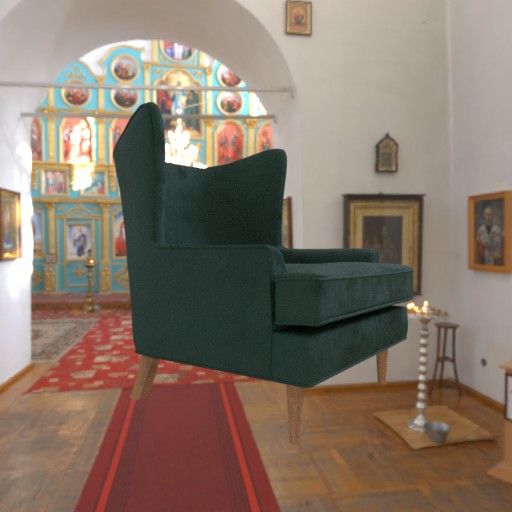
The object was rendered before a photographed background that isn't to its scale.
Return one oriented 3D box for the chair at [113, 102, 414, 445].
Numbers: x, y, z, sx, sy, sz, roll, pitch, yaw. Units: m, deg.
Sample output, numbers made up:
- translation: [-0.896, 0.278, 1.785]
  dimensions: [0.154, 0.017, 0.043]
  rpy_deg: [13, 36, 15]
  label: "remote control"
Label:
- translation: [0.000, 0.000, 1.591]
  dimensions: [0.910, 0.952, 0.793]
  rpy_deg: [0, 0, 35]
  label: "chair"
